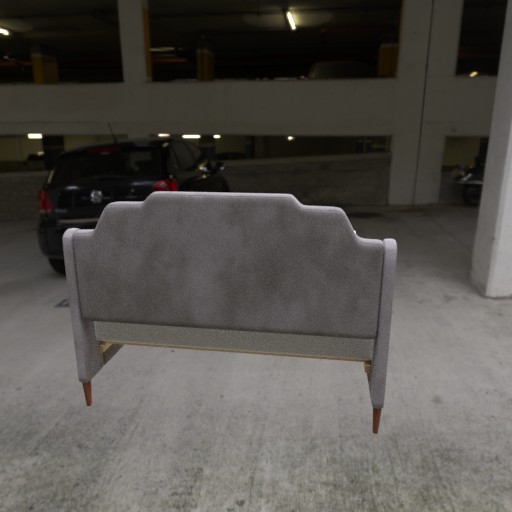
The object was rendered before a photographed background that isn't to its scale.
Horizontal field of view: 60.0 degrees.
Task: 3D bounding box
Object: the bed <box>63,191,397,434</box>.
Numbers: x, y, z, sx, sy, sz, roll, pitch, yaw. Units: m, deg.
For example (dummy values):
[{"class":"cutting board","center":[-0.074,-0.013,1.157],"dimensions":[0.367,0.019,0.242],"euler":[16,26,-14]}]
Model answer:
[{"class":"bed","center":[0.000,0.000,3.369],"dimensions":[1.676,1.245,2.340],"euler":[2,16,8]}]
